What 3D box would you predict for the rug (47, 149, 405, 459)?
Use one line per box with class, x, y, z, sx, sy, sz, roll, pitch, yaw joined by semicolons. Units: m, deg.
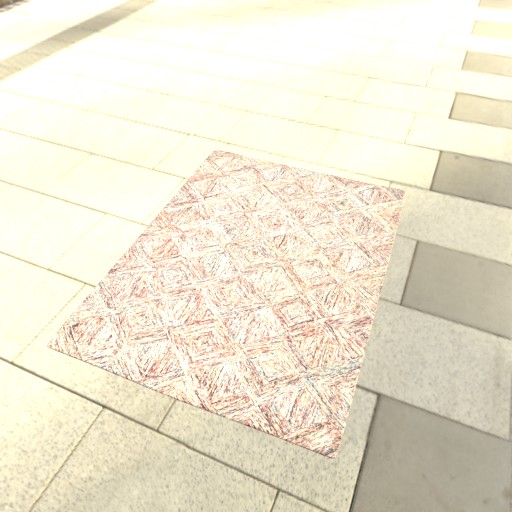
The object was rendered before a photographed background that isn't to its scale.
rug;0.000;0.000;4.339;2.436;0.024;3.226;16;47;15
